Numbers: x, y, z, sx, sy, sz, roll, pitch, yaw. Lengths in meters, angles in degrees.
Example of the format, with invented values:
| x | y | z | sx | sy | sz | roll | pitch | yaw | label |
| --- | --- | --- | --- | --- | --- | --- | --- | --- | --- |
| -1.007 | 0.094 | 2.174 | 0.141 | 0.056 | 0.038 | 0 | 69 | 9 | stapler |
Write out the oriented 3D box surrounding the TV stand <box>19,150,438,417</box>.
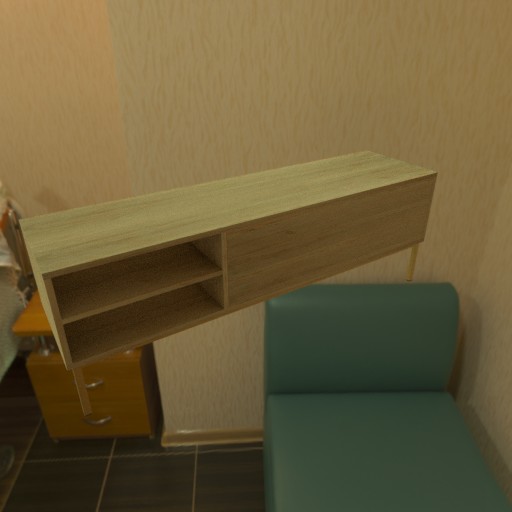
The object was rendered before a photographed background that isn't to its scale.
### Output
| x | y | z | sx | sy | sz | roll | pitch | yaw | label |
| --- | --- | --- | --- | --- | --- | --- | --- | --- | --- |
| 0.000 | 0.000 | 1.825 | 1.600 | 0.550 | 0.420 | -17 | 33 | -28 | TV stand |
